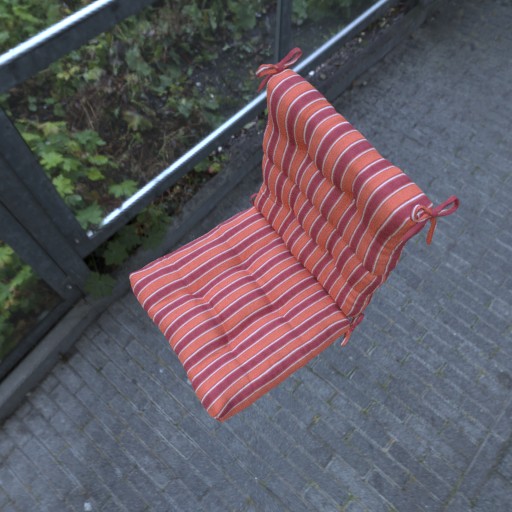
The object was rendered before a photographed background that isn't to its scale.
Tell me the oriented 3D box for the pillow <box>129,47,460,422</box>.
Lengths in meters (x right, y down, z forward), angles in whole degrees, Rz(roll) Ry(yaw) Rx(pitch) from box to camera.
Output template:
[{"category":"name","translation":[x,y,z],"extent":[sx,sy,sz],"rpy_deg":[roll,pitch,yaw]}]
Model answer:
[{"category":"pillow","translation":[0.000,0.000,1.052],"extent":[0.571,0.605,0.519],"rpy_deg":[-32,68,-15]}]
